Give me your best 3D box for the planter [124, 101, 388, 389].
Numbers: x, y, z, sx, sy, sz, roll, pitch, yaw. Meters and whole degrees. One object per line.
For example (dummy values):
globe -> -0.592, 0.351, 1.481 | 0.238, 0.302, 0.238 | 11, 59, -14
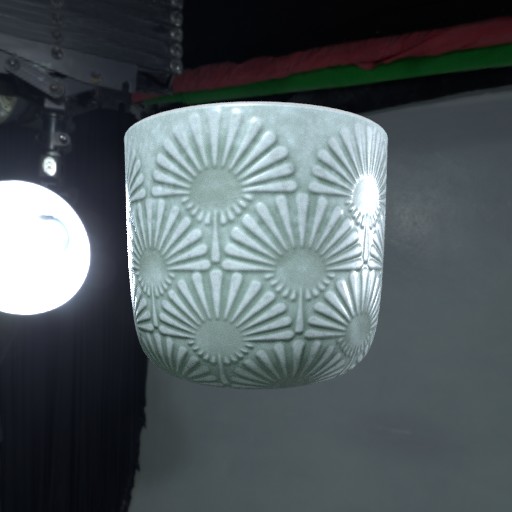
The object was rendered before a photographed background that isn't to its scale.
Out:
planter -> 0.000, 0.000, 0.217 | 0.124, 0.109, 0.124 | 0, 0, 0
